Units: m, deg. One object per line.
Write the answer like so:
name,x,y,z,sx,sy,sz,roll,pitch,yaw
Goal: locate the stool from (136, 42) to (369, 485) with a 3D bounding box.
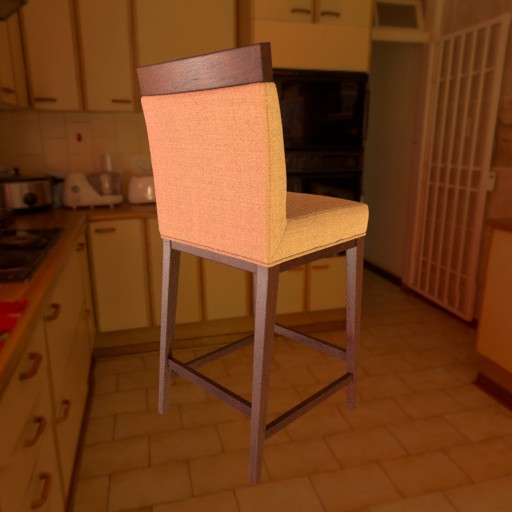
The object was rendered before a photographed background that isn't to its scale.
stool,0.000,0.000,1.266,0.463,1.011,0.480,15,21,43
